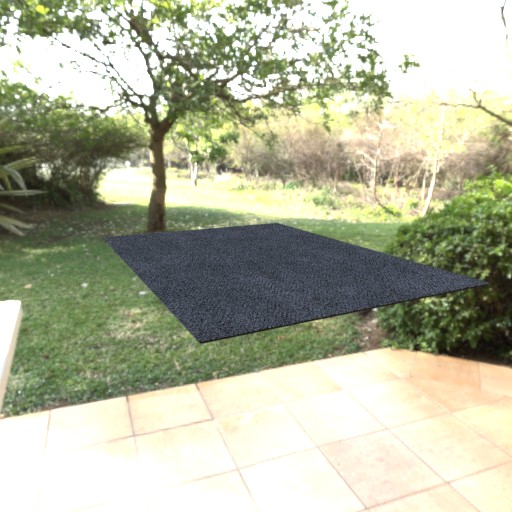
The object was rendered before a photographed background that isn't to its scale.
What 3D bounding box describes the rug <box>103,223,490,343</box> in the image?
[{"bbox_3d":[0.000,0.000,2.920,1.600,0.008,2.235,-7,15,-26],"label":"rug"}]
